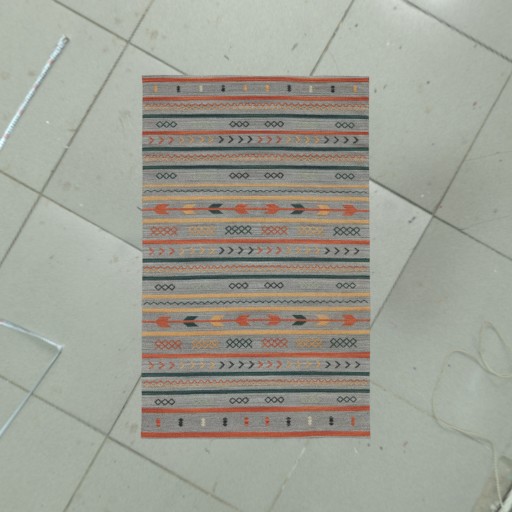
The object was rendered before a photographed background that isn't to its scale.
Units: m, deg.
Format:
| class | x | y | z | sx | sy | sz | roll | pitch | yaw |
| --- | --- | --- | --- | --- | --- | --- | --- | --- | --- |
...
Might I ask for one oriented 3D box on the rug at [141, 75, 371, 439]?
| class | x | y | z | sx | sy | sz | roll | pitch | yaw |
| --- | --- | --- | --- | --- | --- | --- | --- | --- | --- |
| rug | 0.000 | 0.000 | 2.973 | 1.537 | 0.029 | 2.439 | 0 | 89 | -1 |
